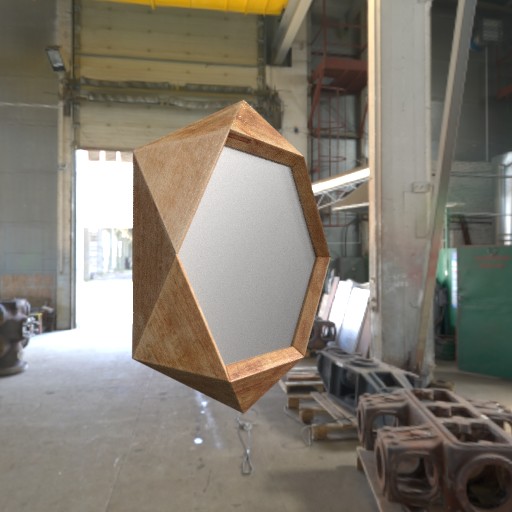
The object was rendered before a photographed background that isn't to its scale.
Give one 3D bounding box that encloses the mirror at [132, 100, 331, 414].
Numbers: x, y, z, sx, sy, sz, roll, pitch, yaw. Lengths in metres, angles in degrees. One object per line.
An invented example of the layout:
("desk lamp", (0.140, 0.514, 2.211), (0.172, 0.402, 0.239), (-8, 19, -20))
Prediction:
("mirror", (0.000, 0.000, 1.078), (0.091, 0.779, 0.675), (-1, -1, 36))
